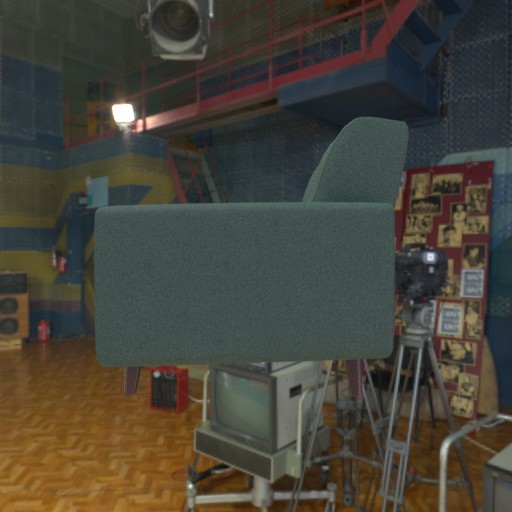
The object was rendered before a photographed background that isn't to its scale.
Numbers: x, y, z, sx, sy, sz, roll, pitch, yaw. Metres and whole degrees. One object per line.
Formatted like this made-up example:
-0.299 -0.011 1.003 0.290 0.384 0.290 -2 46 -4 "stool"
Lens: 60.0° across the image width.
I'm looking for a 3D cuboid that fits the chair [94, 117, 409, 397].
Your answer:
0.000 0.000 1.593 0.909 0.841 0.831 0 1 1 "chair"
